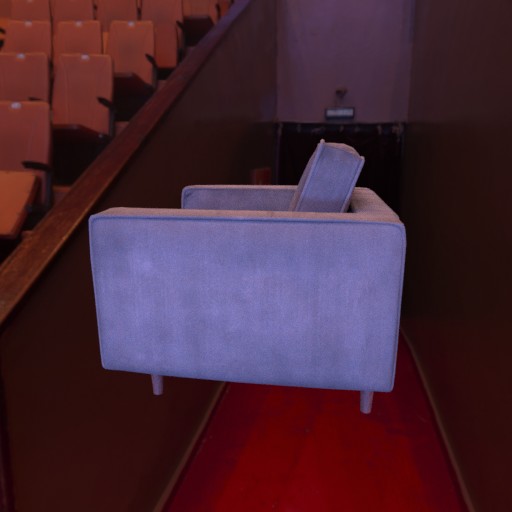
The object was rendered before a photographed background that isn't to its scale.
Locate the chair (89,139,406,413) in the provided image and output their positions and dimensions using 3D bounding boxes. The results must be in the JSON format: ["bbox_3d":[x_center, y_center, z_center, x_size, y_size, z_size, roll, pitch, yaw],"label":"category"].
[{"bbox_3d":[0.000,0.000,1.534,0.843,0.773,0.928,2,14,9],"label":"chair"}]
